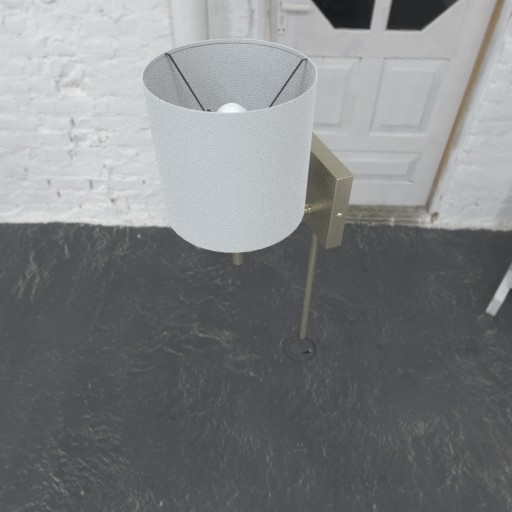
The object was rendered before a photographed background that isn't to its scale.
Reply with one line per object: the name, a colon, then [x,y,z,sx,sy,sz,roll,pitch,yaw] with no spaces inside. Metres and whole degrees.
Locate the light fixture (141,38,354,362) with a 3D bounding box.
light fixture: [0.000,0.000,0.693,0.248,0.589,0.188,-16,48,-15]
